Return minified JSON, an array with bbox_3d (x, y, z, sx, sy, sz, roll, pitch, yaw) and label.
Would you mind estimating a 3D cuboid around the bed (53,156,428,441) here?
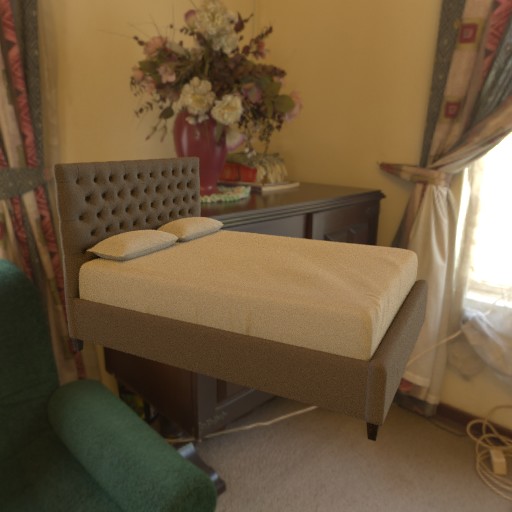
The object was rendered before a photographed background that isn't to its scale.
[{"bbox_3d":[0.000,0.000,3.444,2.387,1.427,1.698,8,16,27],"label":"bed"}]
